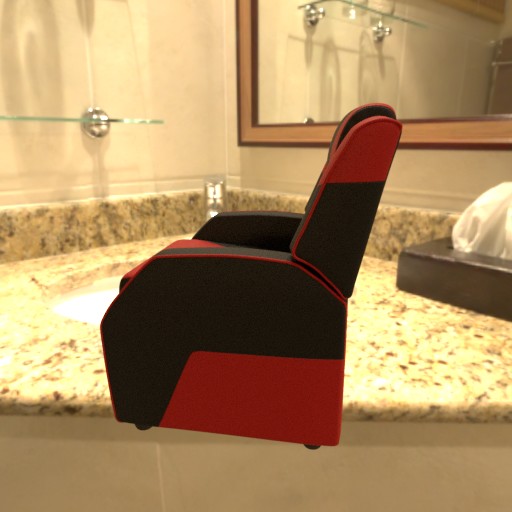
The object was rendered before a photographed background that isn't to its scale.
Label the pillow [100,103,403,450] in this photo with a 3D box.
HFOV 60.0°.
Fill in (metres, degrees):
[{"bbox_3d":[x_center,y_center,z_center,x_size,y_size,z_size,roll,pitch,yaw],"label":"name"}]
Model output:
[{"bbox_3d":[0.000,0.000,1.266,0.672,0.805,0.620,3,15,9],"label":"pillow"}]
